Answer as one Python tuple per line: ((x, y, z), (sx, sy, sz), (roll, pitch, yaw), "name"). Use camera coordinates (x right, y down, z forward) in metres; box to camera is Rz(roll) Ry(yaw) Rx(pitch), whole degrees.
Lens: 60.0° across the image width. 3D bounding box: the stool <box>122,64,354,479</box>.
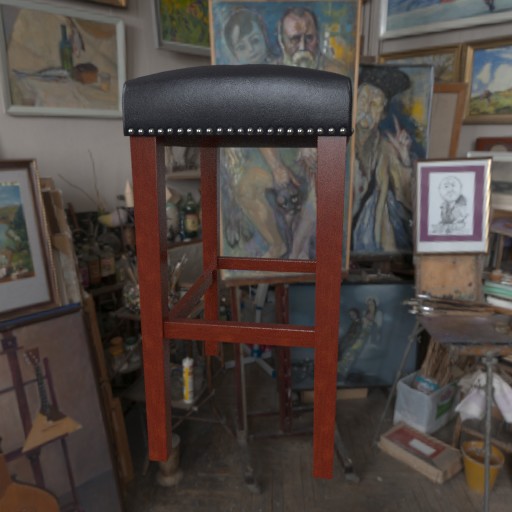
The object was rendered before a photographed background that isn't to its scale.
((0.000, 0.000, 0.999), (0.372, 0.742, 0.504), (2, 15, 8), "stool")
